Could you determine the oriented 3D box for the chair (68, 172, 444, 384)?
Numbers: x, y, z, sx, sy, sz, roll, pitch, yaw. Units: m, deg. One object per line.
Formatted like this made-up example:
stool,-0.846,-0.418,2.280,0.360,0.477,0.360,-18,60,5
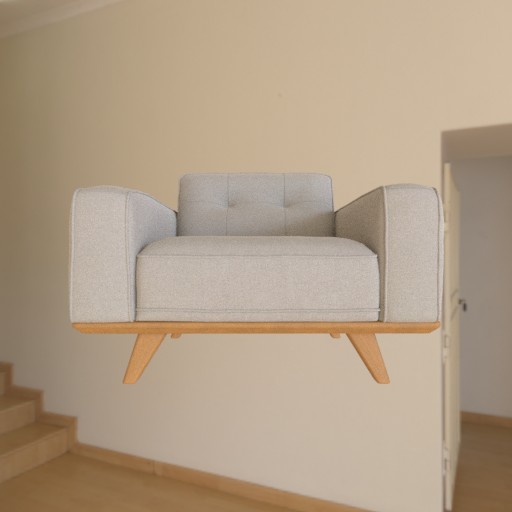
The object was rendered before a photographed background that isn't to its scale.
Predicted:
chair,0.000,0.000,1.734,1.115,0.779,0.953,0,0,0
